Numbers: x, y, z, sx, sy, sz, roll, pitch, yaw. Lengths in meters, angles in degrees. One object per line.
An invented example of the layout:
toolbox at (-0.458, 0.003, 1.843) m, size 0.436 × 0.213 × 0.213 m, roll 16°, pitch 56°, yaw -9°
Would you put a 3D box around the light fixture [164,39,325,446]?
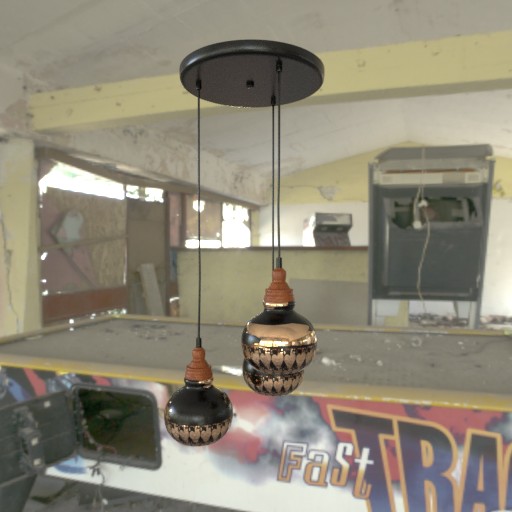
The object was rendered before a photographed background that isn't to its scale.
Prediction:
light fixture at (0.000, 0.000, 1.703) m, size 0.608 × 1.410 × 0.605 m, roll 0°, pitch 0°, yaw -35°
